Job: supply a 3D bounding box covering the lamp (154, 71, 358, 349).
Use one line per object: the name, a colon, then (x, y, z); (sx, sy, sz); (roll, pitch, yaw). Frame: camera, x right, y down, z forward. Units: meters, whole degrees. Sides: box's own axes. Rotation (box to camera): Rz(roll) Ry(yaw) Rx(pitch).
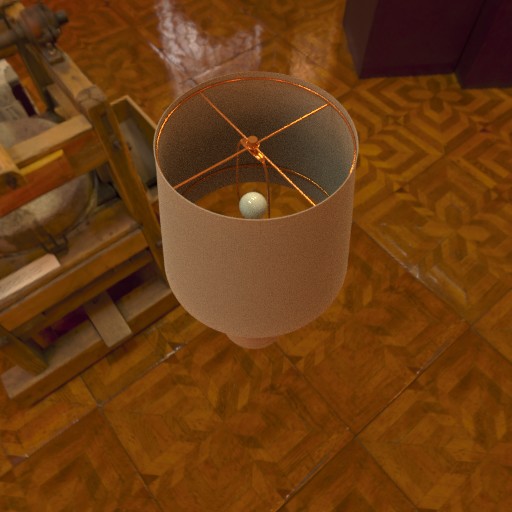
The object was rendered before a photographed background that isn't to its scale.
lamp: (0.000, 0.000, 0.470); (0.189, 0.340, 0.189); (0, 59, 0)
